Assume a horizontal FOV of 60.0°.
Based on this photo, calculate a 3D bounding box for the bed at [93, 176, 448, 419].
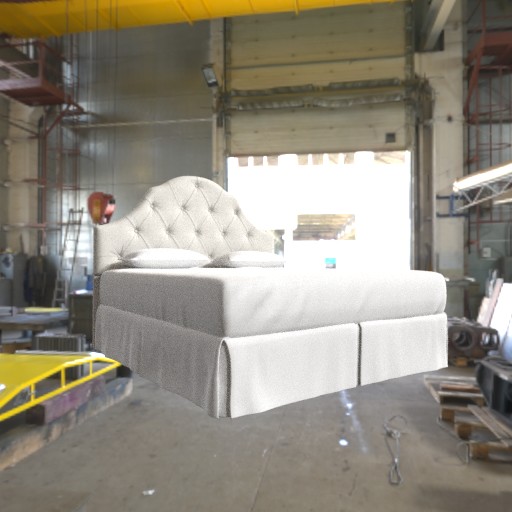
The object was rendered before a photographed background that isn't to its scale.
[{"bbox_3d":[0.000,0.000,3.555,2.008,1.615,2.214,0,-1,-35],"label":"bed"}]
